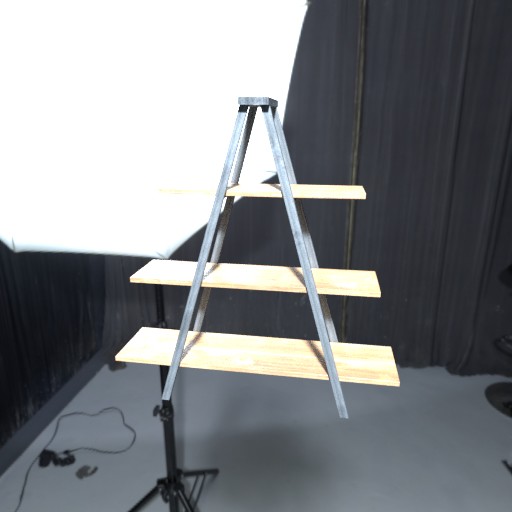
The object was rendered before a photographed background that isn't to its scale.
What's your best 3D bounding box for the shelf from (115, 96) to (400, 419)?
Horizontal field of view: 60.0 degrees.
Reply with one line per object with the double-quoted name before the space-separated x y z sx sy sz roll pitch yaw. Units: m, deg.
"shelf" 0.000 0.000 2.696 1.746 1.808 0.508 3 17 9
